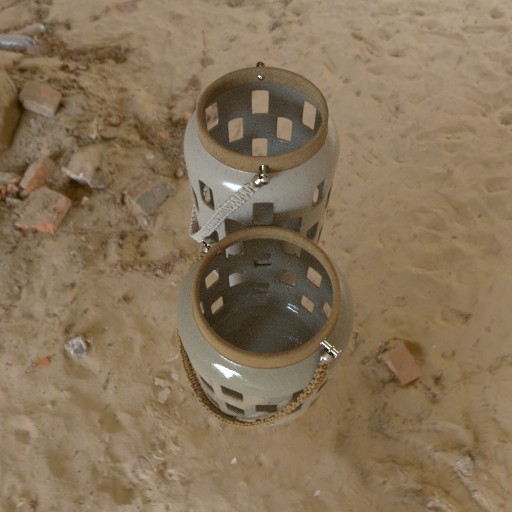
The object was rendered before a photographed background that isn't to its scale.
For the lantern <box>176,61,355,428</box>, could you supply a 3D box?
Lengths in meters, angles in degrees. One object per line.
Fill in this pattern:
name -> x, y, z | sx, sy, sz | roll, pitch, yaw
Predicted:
lantern -> 0.000, 0.000, 0.493 | 0.184, 0.255, 0.347 | -1, 60, 0
